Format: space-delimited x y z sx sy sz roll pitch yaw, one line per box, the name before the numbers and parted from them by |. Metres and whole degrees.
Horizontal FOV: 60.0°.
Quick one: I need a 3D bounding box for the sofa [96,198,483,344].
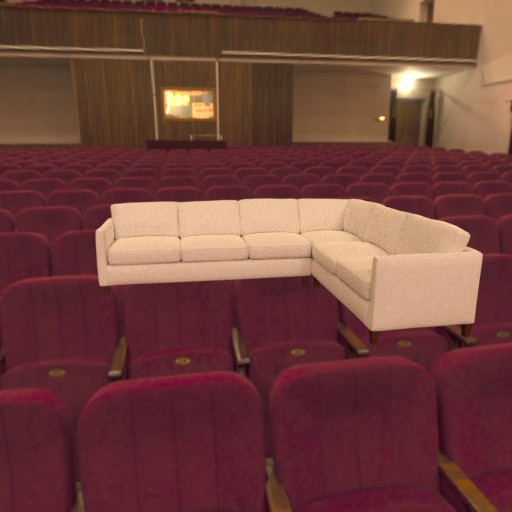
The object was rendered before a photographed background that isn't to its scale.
sofa | 0.000 0.000 4.544 3.302 0.947 2.593 -2 14 -9
